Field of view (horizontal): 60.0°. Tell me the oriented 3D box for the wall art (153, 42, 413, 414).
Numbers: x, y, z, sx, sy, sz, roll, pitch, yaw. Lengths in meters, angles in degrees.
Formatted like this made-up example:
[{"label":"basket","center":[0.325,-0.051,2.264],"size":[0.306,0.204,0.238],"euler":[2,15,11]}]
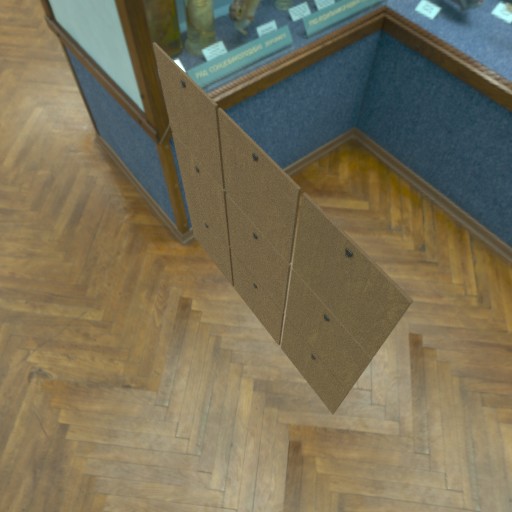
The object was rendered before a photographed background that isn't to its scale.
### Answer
[{"label":"wall art","center":[0.000,0.000,2.251],"size":[0.023,1.522,1.526],"euler":[-32,64,-18]}]
